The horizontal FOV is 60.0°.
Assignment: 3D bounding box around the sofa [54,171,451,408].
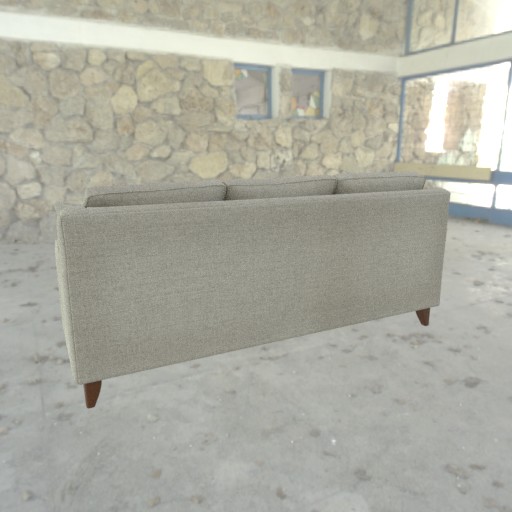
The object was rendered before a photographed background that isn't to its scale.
[{"bbox_3d":[0.000,0.000,2.472,2.031,0.914,0.865,-7,15,-26],"label":"sofa"}]
